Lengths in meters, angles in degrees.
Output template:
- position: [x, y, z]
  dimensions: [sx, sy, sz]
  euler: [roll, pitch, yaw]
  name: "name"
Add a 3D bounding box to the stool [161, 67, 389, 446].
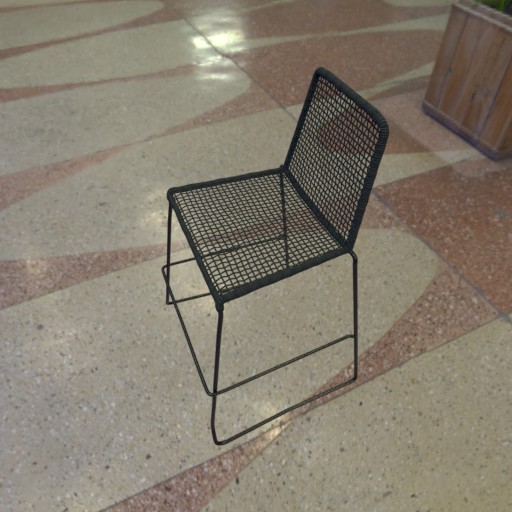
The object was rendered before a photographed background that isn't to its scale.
- position: [0.000, 0.000, 1.262]
  dimensions: [0.509, 0.905, 0.590]
  euler: [-17, 48, -16]
  name: "stool"
